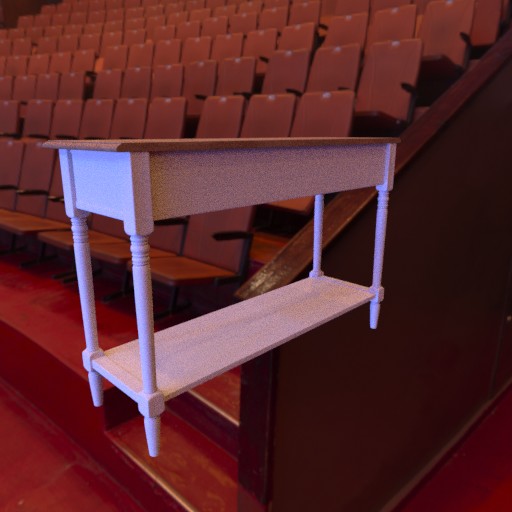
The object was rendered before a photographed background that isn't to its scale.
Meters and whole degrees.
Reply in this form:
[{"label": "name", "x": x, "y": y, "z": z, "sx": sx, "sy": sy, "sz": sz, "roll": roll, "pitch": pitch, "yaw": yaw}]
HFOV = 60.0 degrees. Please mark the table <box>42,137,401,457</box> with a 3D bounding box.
[{"label": "table", "x": 0.000, "y": 0.000, "z": 1.567, "sx": 0.399, "sy": 0.800, "sz": 1.219, "roll": 15, "pitch": 21, "yaw": 43}]
